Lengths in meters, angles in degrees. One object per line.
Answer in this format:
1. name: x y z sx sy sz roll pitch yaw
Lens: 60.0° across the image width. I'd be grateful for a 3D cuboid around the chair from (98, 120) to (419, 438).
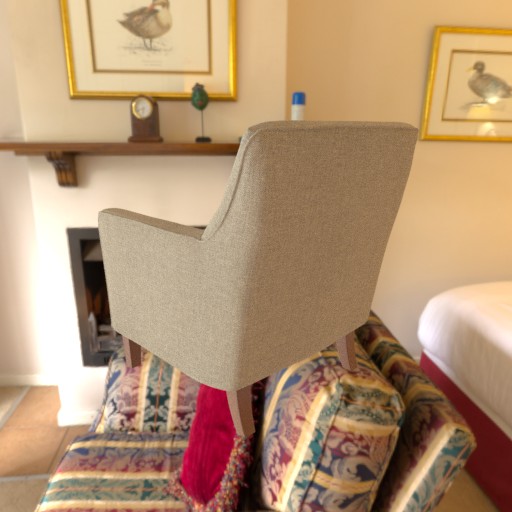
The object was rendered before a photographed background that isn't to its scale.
1. chair: 0.000 0.000 1.812 0.887 1.047 0.993 -15 22 -42
